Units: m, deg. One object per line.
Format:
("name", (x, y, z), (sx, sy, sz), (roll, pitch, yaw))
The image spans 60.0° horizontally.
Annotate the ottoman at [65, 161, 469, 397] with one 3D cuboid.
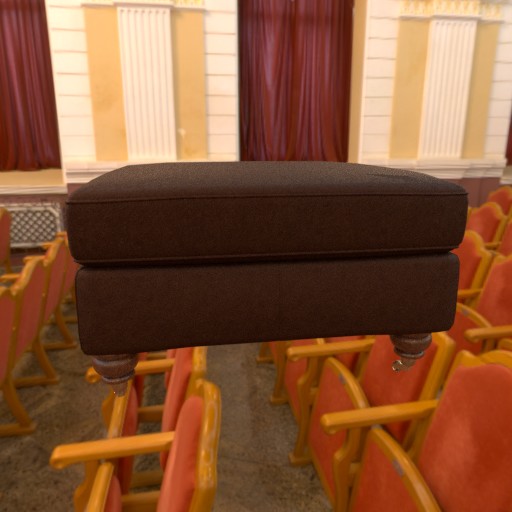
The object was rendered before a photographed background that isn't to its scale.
("ottoman", (0.000, 0.000, 1.779), (1.187, 0.730, 0.967), (-2, 15, -8))
